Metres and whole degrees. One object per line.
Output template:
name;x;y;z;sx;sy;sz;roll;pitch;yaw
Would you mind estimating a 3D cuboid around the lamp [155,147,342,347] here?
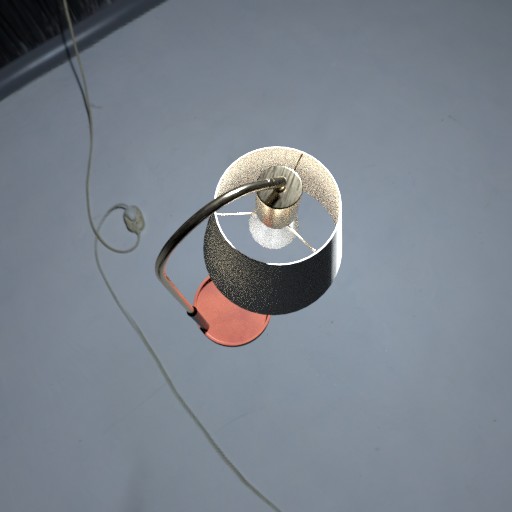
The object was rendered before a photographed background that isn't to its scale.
lamp;0.000;0.000;0.658;0.273;0.536;0.211;-36;77;-9
